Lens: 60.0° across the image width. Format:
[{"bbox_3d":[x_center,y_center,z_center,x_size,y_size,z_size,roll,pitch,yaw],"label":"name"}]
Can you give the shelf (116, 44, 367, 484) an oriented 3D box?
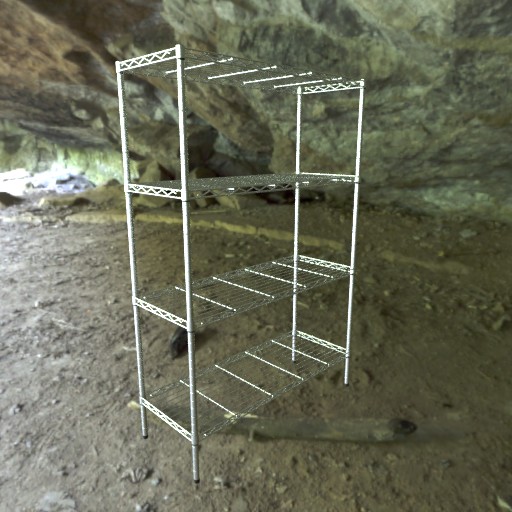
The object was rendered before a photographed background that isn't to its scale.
[{"bbox_3d":[0.000,0.000,1.747,0.907,1.360,0.352,-13,19,-43],"label":"shelf"}]
